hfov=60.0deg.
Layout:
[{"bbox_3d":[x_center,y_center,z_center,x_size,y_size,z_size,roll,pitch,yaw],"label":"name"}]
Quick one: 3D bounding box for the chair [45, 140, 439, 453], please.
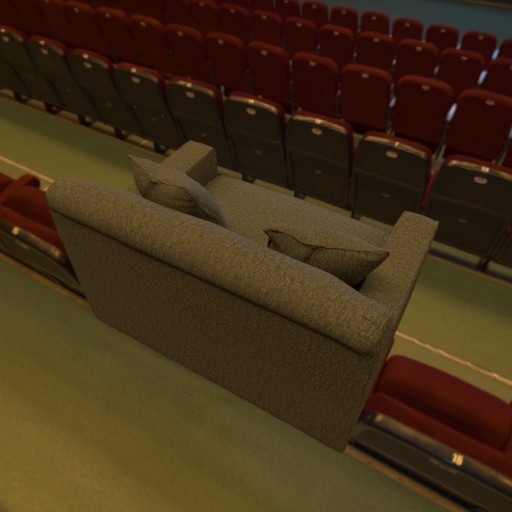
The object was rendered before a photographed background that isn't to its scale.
[{"bbox_3d":[0.000,0.000,2.059,1.383,0.948,1.000,22,49,21],"label":"chair"}]
